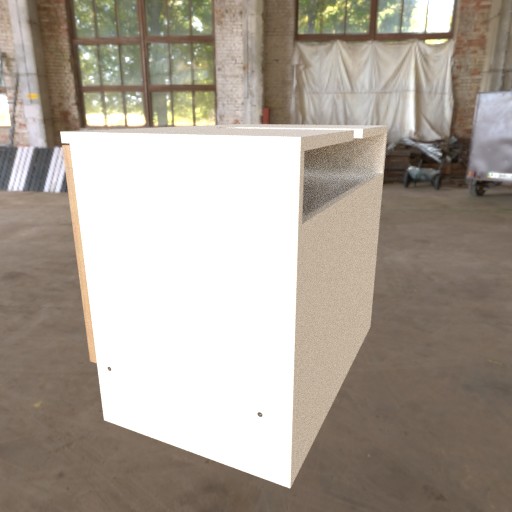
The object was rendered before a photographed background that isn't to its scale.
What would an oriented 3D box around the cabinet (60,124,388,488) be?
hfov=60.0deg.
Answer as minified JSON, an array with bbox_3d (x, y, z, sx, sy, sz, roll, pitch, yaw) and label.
[{"bbox_3d":[0.000,0.000,0.940,0.400,0.522,0.600,8,20,24],"label":"cabinet"}]
